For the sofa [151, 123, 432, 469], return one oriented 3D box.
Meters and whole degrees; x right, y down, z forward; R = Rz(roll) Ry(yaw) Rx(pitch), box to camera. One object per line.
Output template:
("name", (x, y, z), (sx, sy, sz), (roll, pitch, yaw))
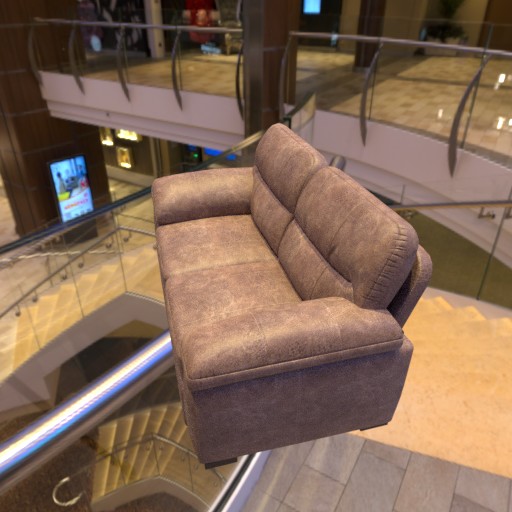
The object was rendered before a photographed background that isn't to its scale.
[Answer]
("sofa", (0.000, 0.000, 2.331), (0.991, 0.991, 1.753), (-8, 32, -13))
